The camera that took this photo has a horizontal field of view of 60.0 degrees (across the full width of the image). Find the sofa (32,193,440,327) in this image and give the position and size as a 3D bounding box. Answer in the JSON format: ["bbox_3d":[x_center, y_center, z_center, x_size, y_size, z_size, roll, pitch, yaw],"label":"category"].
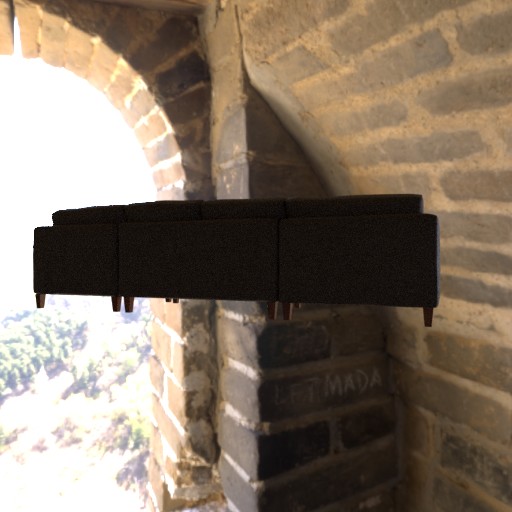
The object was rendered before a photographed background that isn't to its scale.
[{"bbox_3d":[0.000,0.000,4.675,3.460,0.961,2.594,0,0,19],"label":"sofa"}]
